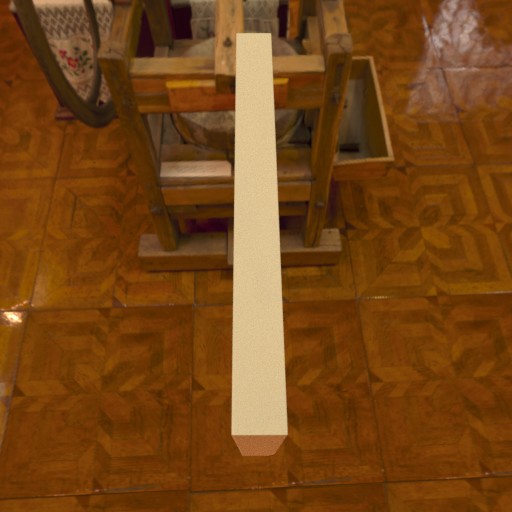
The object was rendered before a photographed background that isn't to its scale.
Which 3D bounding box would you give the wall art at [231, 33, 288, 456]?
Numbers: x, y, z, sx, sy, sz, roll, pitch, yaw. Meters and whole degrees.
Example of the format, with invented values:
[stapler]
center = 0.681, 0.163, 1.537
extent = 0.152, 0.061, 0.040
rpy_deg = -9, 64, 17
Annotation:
[wall art]
center = 0.000, 0.000, 0.481
extent = 0.039, 0.254, 0.384
rpy_deg = 0, 63, 0
